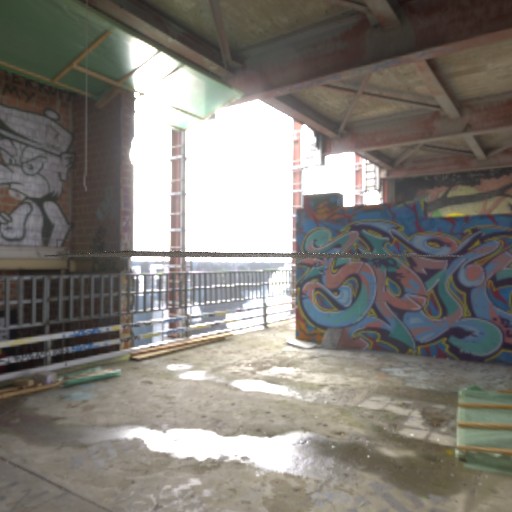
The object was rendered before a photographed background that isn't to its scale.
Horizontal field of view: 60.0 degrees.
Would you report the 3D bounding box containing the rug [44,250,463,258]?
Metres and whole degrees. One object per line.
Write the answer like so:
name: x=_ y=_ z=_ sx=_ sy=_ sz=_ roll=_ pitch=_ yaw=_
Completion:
rug: x=0.000 y=0.000 z=3.710 sx=2.890 sy=0.013 sz=2.005 roll=1 pitch=-1 yaw=-36
